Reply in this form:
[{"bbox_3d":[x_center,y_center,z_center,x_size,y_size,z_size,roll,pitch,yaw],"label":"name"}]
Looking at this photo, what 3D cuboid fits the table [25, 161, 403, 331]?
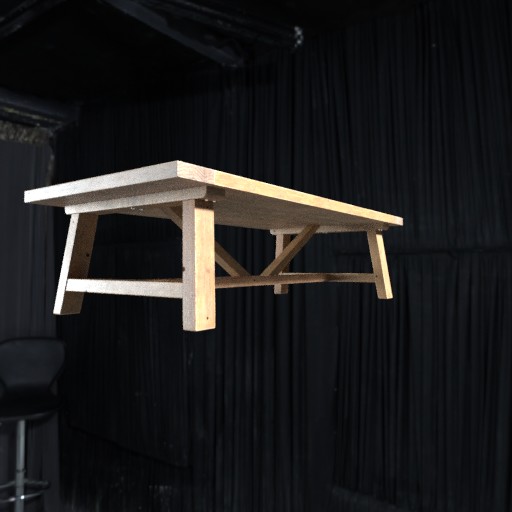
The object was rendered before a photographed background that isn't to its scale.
[{"bbox_3d":[0.000,0.000,2.131,0.820,0.465,1.800,-1,-1,37],"label":"table"}]
